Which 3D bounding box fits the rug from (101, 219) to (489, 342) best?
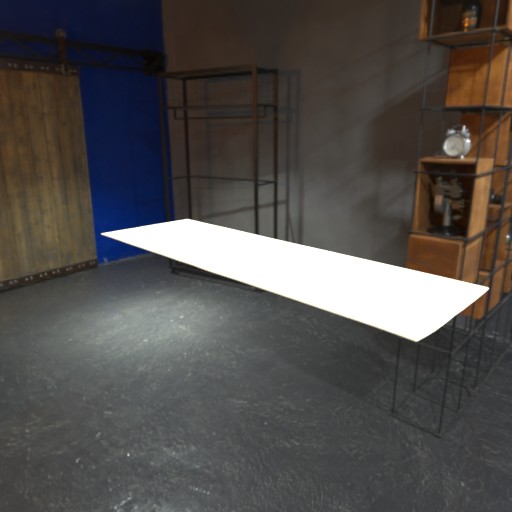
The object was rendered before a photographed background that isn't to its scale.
[{"bbox_3d":[0.000,0.000,2.708,2.450,0.014,0.793,15,22,43],"label":"rug"}]
